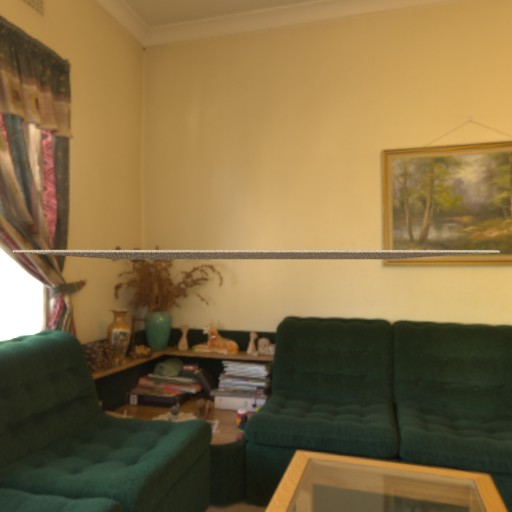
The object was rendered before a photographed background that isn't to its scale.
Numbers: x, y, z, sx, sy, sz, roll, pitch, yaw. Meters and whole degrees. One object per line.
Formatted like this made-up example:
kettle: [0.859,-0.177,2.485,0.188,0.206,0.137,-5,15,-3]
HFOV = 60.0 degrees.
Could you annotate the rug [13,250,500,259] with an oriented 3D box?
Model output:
rug: [0.000,0.000,2.798,2.232,0.011,1.555,0,-2,-1]
